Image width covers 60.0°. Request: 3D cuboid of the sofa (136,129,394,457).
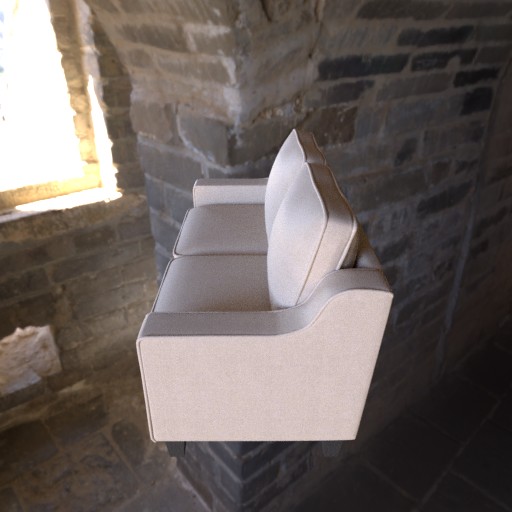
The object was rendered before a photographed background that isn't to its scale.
[{"bbox_3d":[0.000,0.000,3.490,1.351,1.562,2.587,0,28,0],"label":"sofa"}]
